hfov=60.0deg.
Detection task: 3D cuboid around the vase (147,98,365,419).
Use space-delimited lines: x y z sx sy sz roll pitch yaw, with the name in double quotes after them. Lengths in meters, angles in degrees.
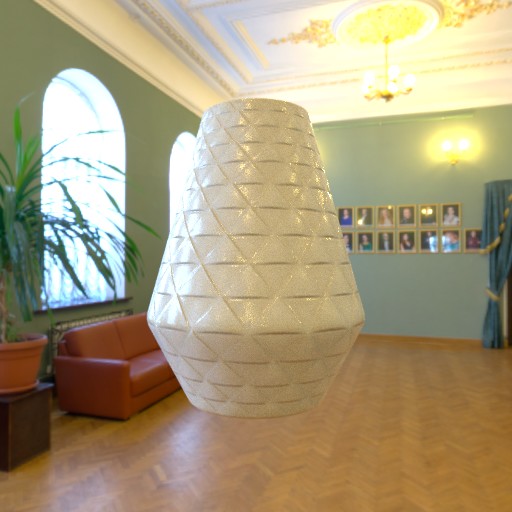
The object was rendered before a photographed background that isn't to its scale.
0.000 0.000 0.366 0.175 0.230 0.175 0 -1 0 "vase"
